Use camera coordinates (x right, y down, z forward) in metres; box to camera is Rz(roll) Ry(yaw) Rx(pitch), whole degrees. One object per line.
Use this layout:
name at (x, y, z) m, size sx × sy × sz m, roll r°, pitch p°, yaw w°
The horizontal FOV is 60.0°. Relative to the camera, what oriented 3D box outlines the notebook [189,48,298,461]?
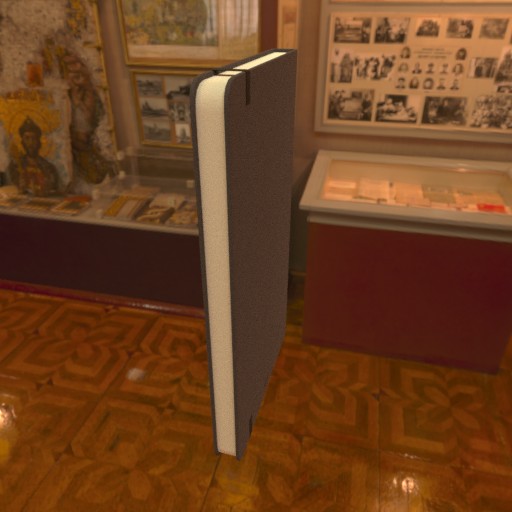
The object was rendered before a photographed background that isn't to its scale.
notebook at (0.000, 0.000, 0.261) m, size 0.016 × 0.213 × 0.127 m, roll 8°, pitch 30°, yaw 14°
